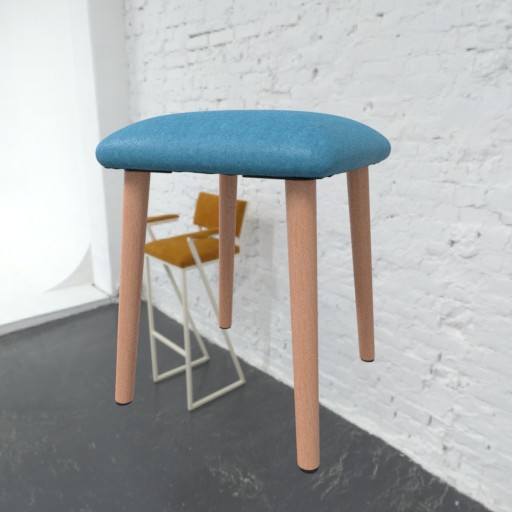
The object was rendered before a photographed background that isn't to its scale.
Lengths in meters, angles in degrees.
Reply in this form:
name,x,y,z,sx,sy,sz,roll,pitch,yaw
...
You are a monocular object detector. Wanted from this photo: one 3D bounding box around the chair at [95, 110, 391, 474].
name,x,y,z,sx,sy,sz,roll,pitch,yaw
chair,0.000,0.000,0.722,0.360,0.450,0.360,8,18,26
